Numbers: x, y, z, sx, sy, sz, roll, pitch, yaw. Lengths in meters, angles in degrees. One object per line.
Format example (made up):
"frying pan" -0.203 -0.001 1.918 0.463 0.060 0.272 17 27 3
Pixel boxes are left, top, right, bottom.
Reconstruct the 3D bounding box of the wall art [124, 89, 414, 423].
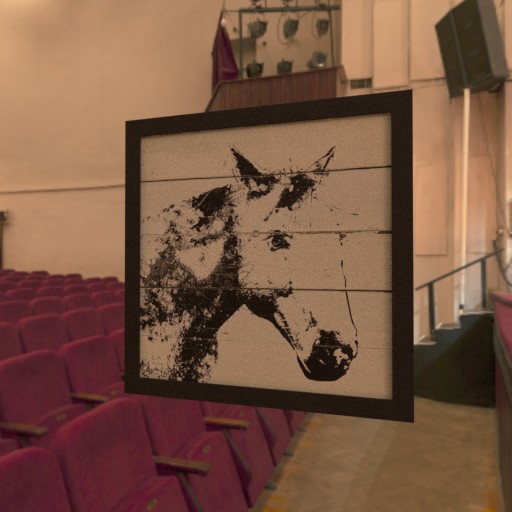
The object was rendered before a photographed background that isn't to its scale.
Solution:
"wall art" 0.000 0.000 1.519 1.016 1.016 0.038 0 -1 18
